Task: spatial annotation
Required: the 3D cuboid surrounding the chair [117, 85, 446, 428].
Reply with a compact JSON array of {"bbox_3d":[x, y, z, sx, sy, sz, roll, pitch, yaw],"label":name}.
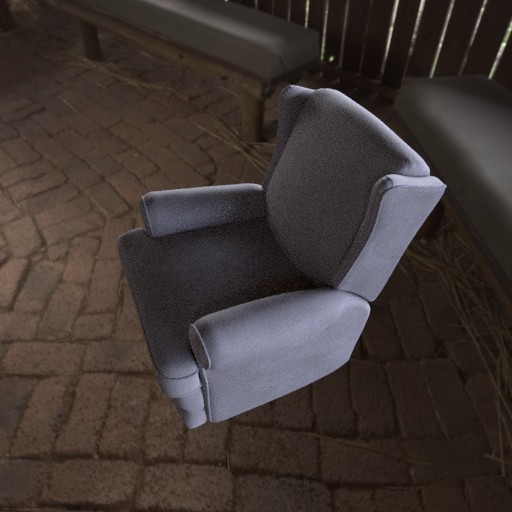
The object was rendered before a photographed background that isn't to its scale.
[{"bbox_3d":[0.000,0.000,1.703,0.969,1.011,0.847,-17,48,-16],"label":"chair"}]
